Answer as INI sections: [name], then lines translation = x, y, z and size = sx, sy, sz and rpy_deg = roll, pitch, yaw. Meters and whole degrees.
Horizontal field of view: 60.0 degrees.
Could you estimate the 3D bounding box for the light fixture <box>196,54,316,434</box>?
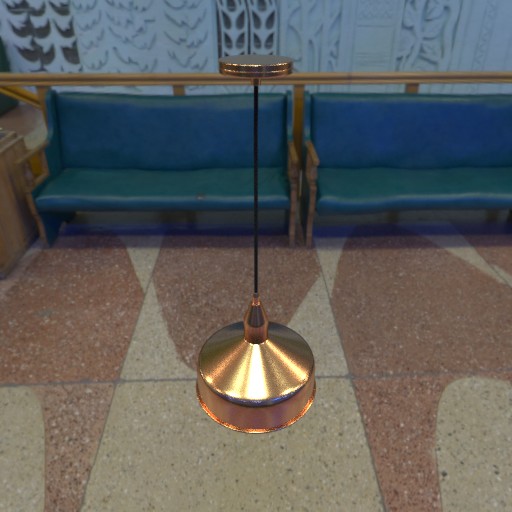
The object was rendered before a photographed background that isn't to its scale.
[light fixture]
translation = 0.000, 0.000, 0.921
size = 0.301, 0.754, 0.301
rpy_deg = 0, 32, 0
